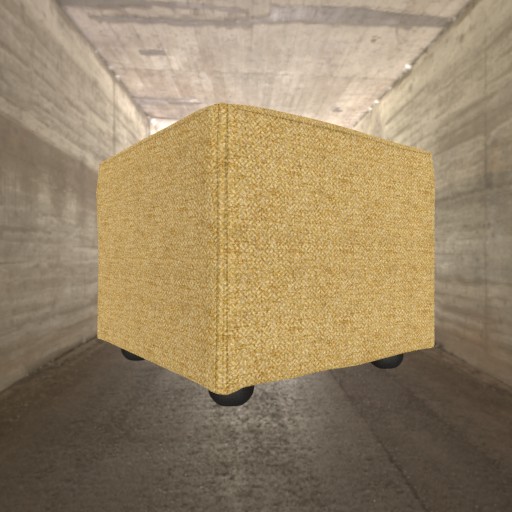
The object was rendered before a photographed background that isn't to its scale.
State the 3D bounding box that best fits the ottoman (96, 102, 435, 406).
[{"bbox_3d":[0.000,0.000,0.905,0.505,0.441,0.512,0,0,-37],"label":"ottoman"}]
